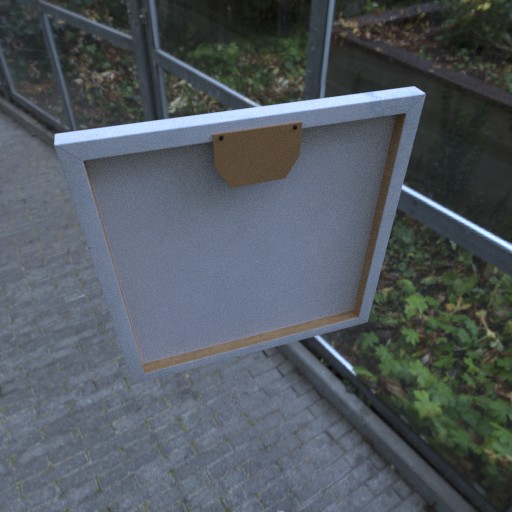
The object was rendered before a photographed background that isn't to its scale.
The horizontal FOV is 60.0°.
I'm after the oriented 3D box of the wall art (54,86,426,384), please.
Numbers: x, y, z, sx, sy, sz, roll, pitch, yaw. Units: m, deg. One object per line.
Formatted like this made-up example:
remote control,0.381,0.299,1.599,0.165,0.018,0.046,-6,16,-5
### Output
wall art,0.000,0.000,0.902,0.605,0.605,0.044,-12,43,-13
